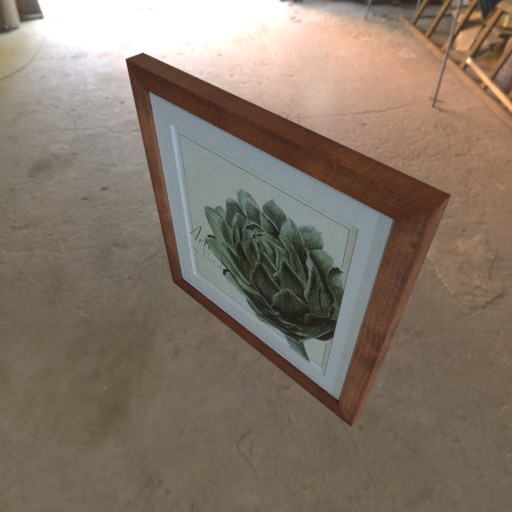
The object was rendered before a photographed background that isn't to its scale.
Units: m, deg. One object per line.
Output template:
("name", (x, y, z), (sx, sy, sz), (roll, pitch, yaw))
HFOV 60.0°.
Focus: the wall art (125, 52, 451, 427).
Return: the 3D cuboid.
("wall art", (0.000, 0.000, 0.817), (0.554, 0.572, 0.037), (34, 56, 28))
